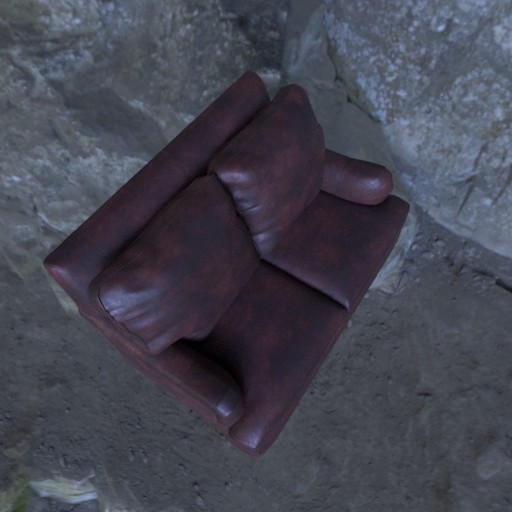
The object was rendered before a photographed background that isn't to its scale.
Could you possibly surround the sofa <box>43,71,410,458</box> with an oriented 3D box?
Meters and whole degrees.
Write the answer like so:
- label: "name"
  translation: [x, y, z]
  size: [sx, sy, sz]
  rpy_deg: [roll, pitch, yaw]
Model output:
- label: "sofa"
  translation: [0.000, 0.000, 2.362]
  size: [1.148, 1.070, 1.628]
  rpy_deg: [30, 63, 17]
